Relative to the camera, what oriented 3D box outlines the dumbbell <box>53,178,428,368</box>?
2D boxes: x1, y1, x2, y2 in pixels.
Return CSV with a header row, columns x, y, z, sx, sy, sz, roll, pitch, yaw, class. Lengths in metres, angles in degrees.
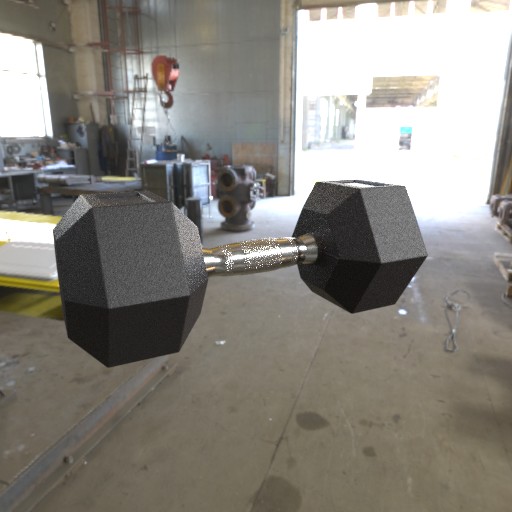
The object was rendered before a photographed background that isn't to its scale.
x,y,z,sx,sy,sz,roll,pitch,yaw,class
0.000,0.000,0.413,0.337,0.123,0.142,-8,17,-25,dumbbell
